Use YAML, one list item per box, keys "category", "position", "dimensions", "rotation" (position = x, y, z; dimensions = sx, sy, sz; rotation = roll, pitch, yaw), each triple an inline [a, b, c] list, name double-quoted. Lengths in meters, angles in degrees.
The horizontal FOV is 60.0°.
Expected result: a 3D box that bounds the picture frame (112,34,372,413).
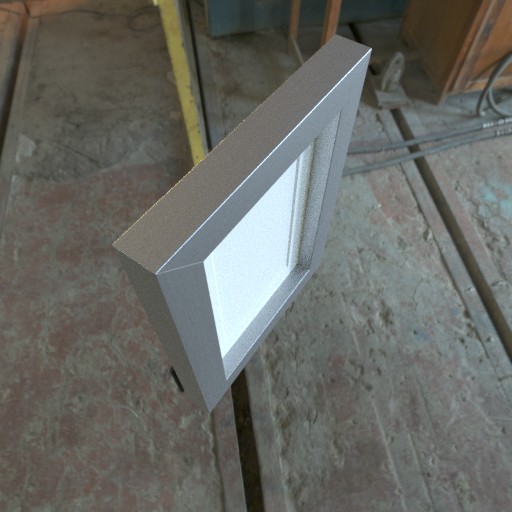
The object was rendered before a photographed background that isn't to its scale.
- category: "picture frame"
  position: [0.000, 0.000, 0.277]
  dimensions: [0.028, 0.208, 0.157]
  rotation: [31, 63, 18]
